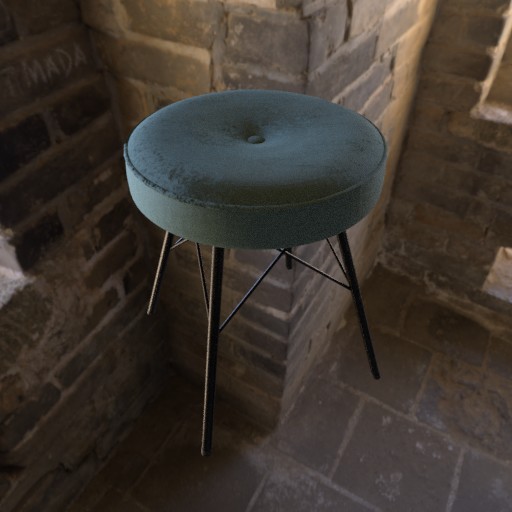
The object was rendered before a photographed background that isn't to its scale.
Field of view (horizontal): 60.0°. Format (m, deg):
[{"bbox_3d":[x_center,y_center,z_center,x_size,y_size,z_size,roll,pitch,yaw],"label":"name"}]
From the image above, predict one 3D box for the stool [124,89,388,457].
[{"bbox_3d":[0.000,0.000,0.851,0.457,0.519,0.458,-11,41,-13],"label":"stool"}]
